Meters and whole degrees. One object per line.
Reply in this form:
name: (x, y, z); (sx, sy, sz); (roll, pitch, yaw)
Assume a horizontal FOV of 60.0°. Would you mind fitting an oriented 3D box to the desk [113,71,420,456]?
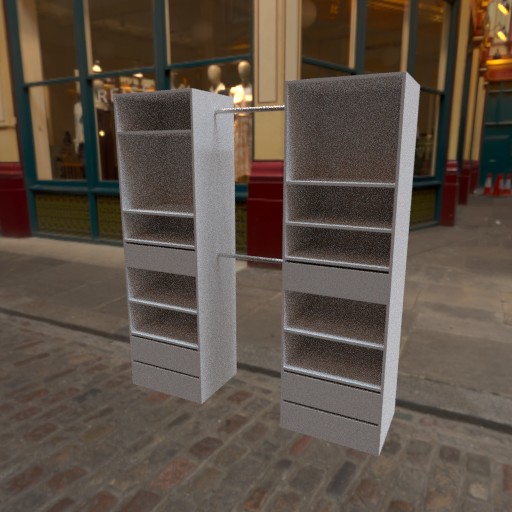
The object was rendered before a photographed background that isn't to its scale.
desk: (0.000, 0.000, 2.832); (1.770, 2.000, 0.480); (6, 15, 26)
